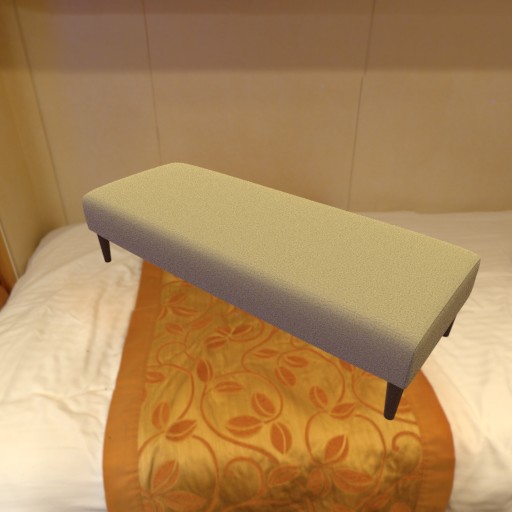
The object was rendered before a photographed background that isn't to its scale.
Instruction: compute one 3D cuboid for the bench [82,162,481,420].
[{"bbox_3d":[0.000,0.000,1.898,1.609,0.393,0.646,23,37,33],"label":"bench"}]
